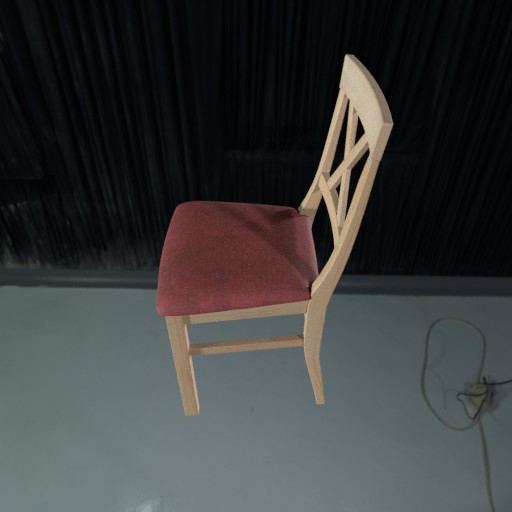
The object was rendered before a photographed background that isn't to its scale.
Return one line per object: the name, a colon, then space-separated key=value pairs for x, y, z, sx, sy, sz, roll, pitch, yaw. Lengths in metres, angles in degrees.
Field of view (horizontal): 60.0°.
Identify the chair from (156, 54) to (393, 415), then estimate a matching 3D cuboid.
chair: x=0.000 y=0.000 z=1.187 sx=0.492 sy=0.912 sz=0.439 roll=-1 pitch=41 yaw=-1
